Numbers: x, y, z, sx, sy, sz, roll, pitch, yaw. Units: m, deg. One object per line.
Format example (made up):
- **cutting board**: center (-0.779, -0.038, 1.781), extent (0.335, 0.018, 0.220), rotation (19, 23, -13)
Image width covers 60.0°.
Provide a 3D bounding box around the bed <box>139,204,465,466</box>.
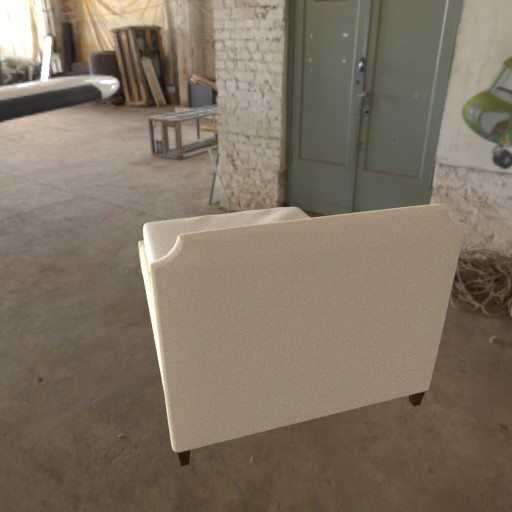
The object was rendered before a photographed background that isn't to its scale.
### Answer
- **bed**: center (0.000, 0.000, 3.443), extent (1.712, 1.443, 2.365), rotation (-8, 27, -16)
